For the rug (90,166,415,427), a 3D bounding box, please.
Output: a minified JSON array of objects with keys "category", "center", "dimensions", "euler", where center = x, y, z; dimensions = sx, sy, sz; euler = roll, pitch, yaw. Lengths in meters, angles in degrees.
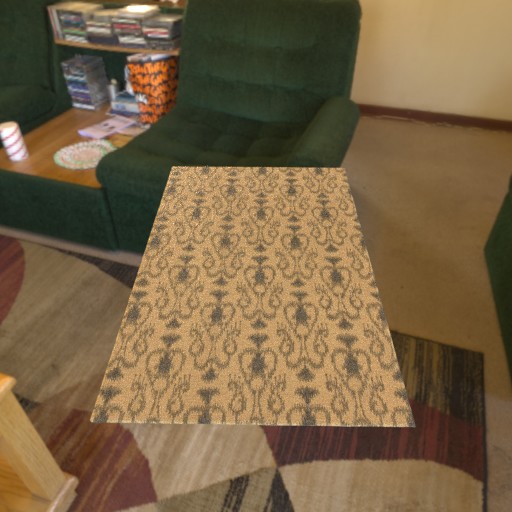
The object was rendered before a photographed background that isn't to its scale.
[{"category":"rug","center":[0.000,0.000,2.034],"dimensions":[1.035,0.006,1.652],"euler":[1,40,1]}]
